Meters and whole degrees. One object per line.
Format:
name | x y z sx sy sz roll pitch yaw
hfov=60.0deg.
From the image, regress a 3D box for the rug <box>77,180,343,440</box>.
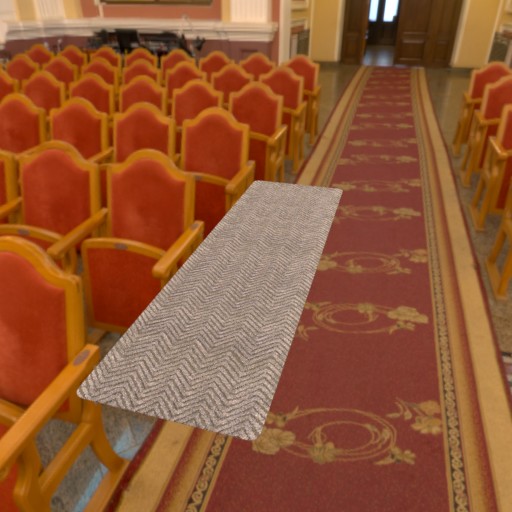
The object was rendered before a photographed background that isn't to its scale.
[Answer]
rug | 0.000 0.000 2.445 0.686 0.008 2.286 8 31 14
